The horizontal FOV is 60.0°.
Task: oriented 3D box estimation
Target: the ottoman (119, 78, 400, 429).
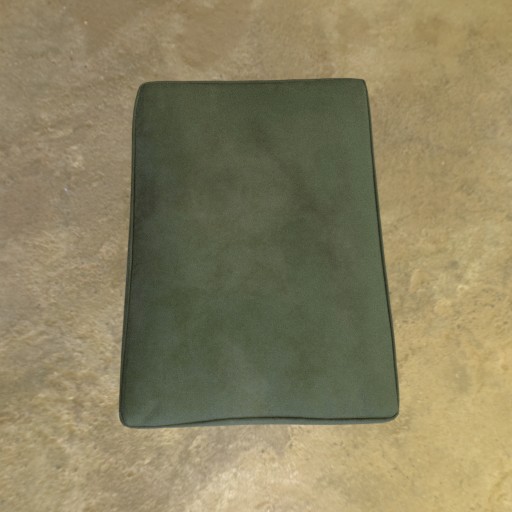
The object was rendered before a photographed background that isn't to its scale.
[{"bbox_3d":[0.000,0.000,1.234,0.632,0.495,0.864,-1,75,0],"label":"ottoman"}]
